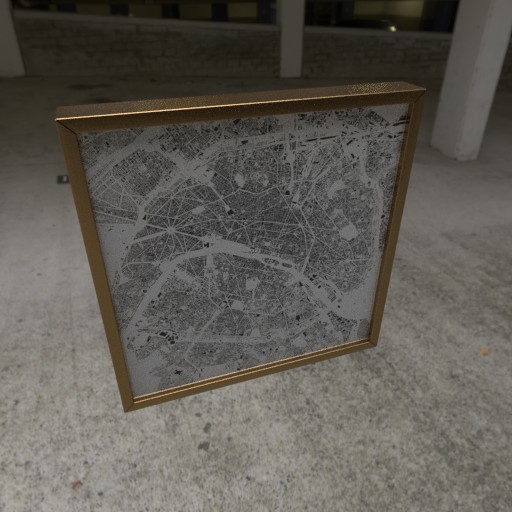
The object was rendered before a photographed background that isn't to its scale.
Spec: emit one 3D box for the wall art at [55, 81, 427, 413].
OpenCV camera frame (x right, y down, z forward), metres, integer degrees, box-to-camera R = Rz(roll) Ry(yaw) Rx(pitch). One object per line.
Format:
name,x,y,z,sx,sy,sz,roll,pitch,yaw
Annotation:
wall art,0.000,0.000,0.441,0.305,0.305,0.037,-10,33,-16
